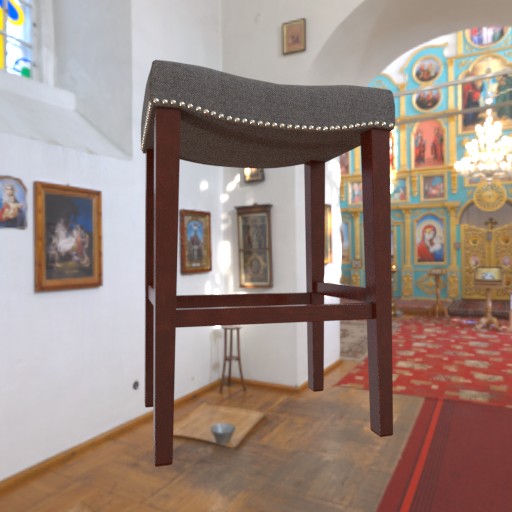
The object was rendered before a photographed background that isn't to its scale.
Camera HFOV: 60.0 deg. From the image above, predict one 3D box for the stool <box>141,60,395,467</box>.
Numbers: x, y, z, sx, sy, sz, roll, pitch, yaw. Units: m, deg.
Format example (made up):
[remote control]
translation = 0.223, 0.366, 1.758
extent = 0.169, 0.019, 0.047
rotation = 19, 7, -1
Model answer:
[stool]
translation = 0.000, 0.000, 1.018
extent = 0.504, 0.742, 0.372
rotation = 0, -1, -17
